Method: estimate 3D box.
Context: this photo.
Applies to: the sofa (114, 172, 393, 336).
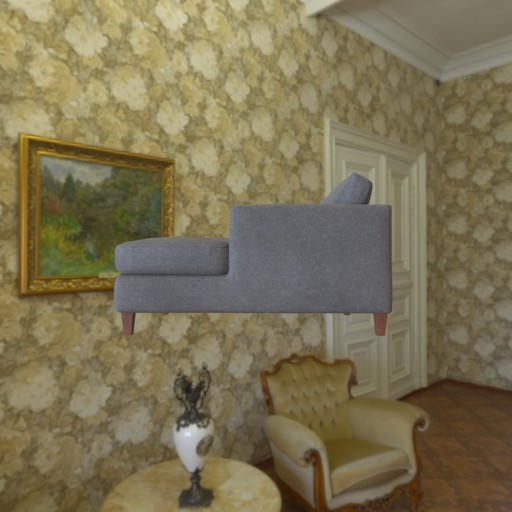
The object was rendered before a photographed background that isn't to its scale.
[{"bbox_3d":[0.000,0.000,4.192,1.604,0.950,3.471,0,-1,1],"label":"sofa"}]
